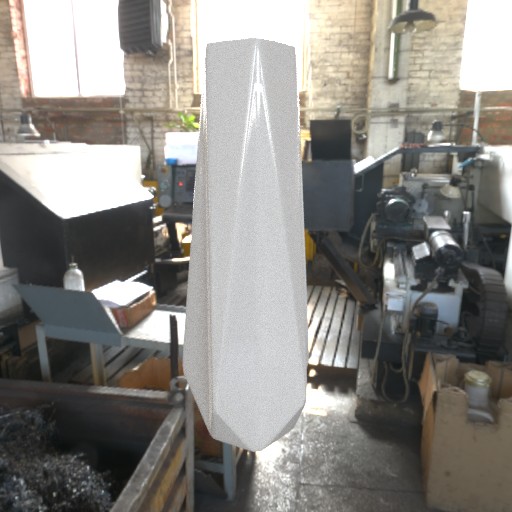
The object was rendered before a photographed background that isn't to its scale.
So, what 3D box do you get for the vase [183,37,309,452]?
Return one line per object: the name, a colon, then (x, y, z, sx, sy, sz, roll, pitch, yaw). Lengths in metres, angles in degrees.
vase: (0.000, 0.000, 0.381, 0.116, 0.329, 0.122, -8, 16, -27)
